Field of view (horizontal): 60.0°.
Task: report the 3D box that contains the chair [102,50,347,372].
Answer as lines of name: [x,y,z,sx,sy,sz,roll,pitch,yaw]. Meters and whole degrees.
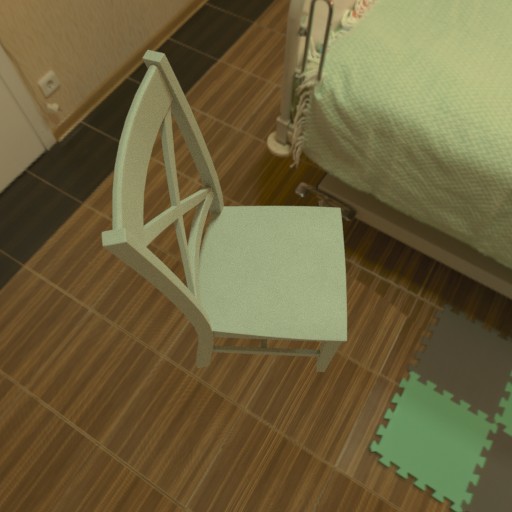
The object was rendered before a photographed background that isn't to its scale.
chair: [0.000,0.000,1.286,0.542,0.983,0.485,2,63,1]
